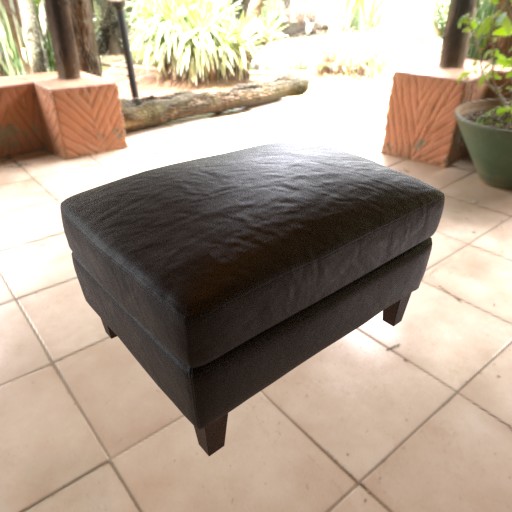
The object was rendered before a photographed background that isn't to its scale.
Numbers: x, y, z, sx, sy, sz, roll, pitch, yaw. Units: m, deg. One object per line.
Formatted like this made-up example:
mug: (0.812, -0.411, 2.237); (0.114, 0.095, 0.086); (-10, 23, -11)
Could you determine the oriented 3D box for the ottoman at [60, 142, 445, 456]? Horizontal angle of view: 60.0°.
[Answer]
ottoman: (0.000, 0.000, 1.280); (0.887, 0.529, 0.659); (-23, 38, -34)
